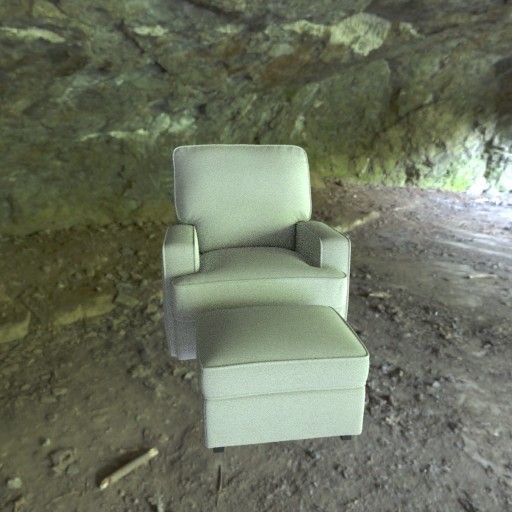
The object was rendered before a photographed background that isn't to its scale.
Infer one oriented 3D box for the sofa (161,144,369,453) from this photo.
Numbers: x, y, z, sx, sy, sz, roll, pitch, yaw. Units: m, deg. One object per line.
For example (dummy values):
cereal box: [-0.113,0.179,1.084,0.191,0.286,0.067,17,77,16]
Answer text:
sofa: [0.000,0.000,2.037,0.861,0.959,1.472,-2,16,-8]
